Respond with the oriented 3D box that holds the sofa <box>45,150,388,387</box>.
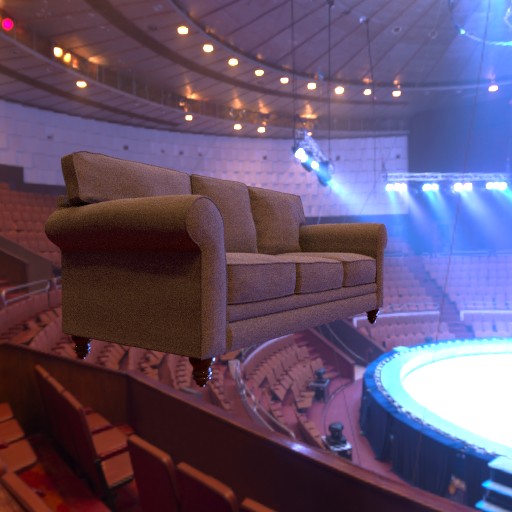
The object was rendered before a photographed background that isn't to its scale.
[{"bbox_3d":[0.000,0.000,2.595,0.916,0.961,2.084,0,1,35],"label":"sofa"}]
